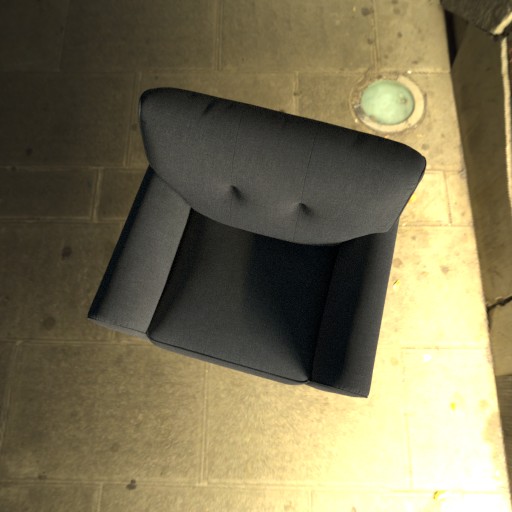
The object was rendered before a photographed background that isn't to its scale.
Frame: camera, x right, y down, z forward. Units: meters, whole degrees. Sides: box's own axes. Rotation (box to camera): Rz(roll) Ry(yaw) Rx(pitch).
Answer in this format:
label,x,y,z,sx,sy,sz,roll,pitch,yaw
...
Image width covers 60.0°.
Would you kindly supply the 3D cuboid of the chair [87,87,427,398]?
label,x,y,z,sx,sy,sz,roll,pitch,yaw
chair,0.000,0.000,1.621,0.941,0.890,0.816,15,75,4
